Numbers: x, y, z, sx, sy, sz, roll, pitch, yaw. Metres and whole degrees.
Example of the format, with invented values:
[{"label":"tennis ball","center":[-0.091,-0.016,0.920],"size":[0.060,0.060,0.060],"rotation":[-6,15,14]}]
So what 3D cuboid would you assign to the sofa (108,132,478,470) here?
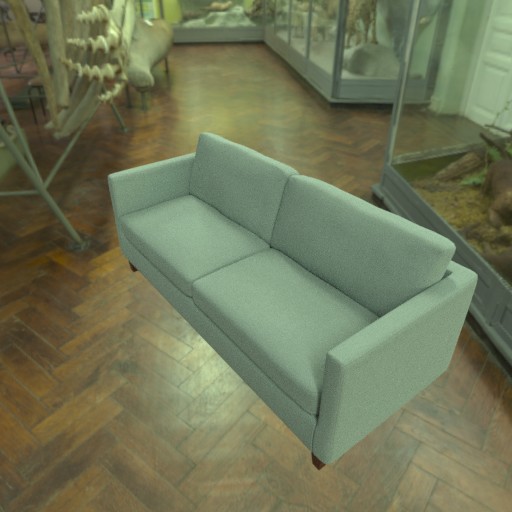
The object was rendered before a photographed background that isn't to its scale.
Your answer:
[{"label":"sofa","center":[0.000,0.000,2.678],"size":[0.951,0.965,2.208],"rotation":[-23,40,-31]}]
